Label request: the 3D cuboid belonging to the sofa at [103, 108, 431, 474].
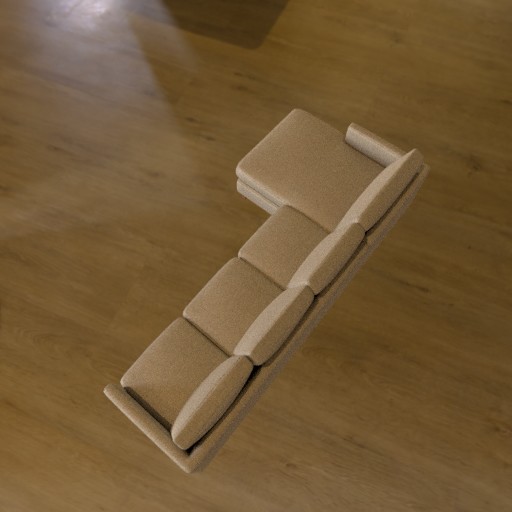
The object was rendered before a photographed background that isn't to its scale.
[{"bbox_3d":[0.000,0.000,3.825,1.502,0.876,3.201,36,70,16],"label":"sofa"}]
